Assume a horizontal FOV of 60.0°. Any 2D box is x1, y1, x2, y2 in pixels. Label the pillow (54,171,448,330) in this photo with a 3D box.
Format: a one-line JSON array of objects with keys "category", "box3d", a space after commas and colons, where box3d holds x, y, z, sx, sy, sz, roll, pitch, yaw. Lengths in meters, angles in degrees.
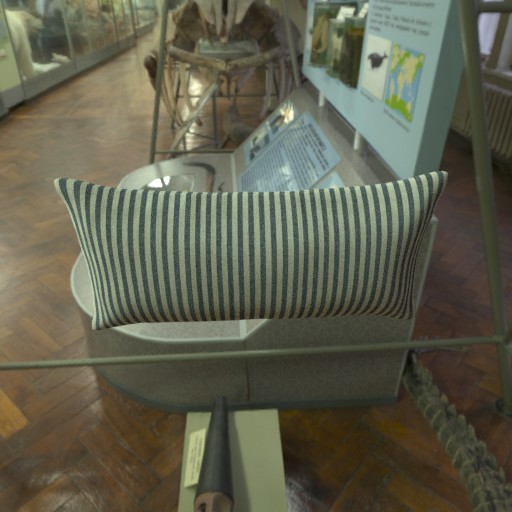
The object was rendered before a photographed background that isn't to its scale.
[{"category": "pillow", "box3d": [0.000, 0.000, 0.765, 0.617, 0.295, 0.151, -2, 30, -3]}]
